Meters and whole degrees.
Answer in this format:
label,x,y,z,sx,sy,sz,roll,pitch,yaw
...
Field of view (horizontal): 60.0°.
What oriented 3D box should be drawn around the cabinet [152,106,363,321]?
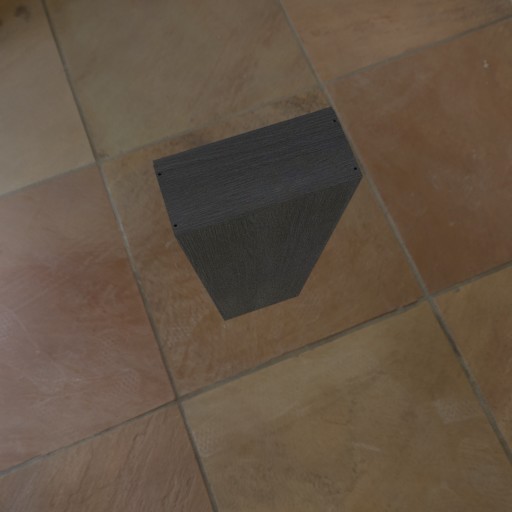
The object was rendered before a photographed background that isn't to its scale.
label,x,y,z,sx,sy,sz,roll,pitch,yaw
cabinet,0.000,0.000,2.004,0.500,1.790,0.230,-18,76,-5
